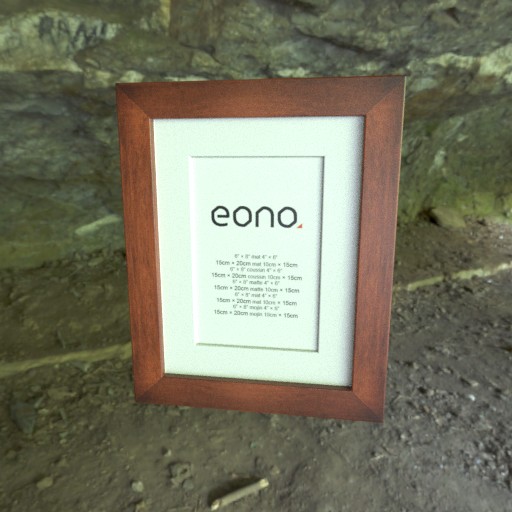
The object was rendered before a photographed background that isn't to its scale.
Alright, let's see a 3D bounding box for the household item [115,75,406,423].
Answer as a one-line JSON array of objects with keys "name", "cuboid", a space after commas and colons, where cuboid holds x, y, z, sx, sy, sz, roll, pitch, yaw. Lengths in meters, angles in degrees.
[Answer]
[{"name": "household item", "cuboid": [0.000, 0.000, 0.337, 0.200, 0.250, 0.020, 2, 12, 8]}]
